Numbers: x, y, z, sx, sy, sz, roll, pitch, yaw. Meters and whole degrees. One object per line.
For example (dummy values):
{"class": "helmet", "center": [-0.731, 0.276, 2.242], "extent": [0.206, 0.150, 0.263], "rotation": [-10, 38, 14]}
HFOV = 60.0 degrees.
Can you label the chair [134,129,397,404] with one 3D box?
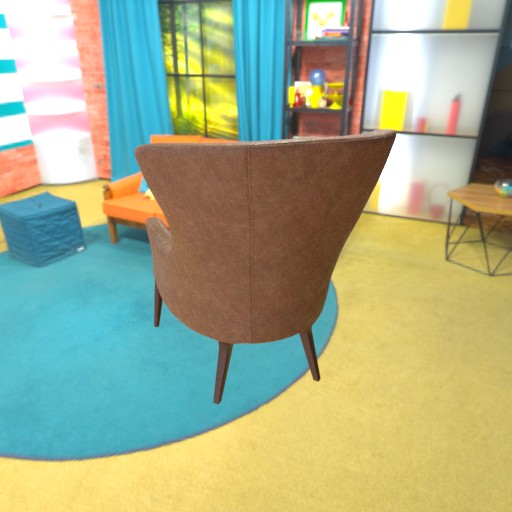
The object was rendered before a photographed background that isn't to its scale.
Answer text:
{"class": "chair", "center": [0.000, 0.000, 1.737], "extent": [0.846, 1.067, 0.955], "rotation": [-8, 27, -16]}
